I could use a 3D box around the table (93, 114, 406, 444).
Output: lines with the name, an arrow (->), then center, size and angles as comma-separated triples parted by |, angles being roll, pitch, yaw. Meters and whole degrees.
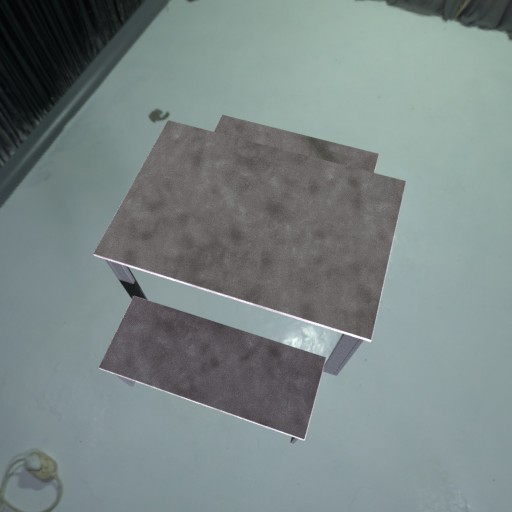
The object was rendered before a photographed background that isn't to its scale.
table -> 0.000, 0.000, 2.113 | 1.100, 0.700, 1.443 | 16, 64, 8
